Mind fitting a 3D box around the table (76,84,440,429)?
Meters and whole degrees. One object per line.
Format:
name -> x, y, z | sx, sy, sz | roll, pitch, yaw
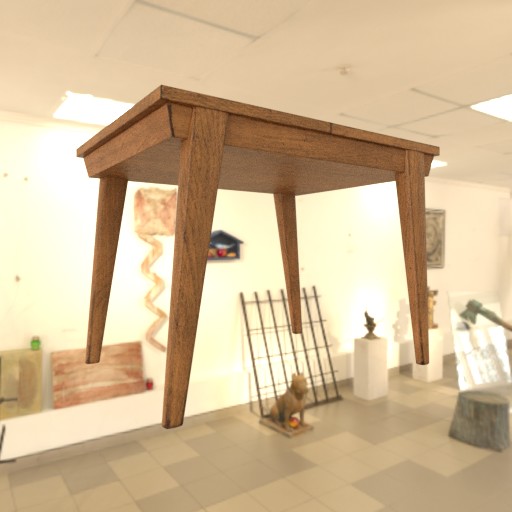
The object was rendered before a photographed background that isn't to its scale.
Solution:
table -> 0.000, 0.000, 1.563 | 1.027, 0.760, 0.757 | -1, 1, -35
